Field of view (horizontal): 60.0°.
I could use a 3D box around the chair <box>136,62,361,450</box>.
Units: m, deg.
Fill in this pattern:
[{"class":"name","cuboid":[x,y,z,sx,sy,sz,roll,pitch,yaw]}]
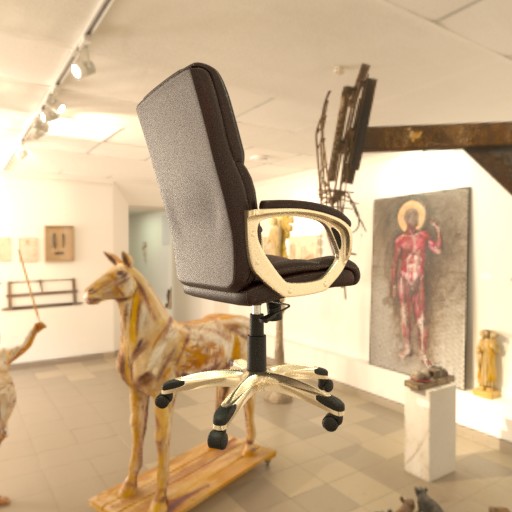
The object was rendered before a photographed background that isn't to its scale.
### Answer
[{"class":"chair","cuboid":[0.000,0.000,1.601,0.739,1.107,0.662,-1,1,-34]}]
